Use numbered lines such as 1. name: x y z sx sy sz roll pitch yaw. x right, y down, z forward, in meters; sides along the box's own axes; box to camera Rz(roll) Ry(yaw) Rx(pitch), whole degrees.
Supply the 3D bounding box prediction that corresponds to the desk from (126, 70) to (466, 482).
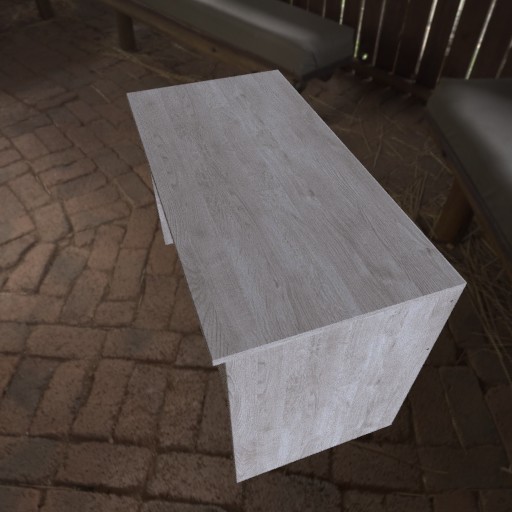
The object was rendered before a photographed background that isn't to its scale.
1. desk: 0.000 0.000 1.497 0.560 0.730 1.100 -14 48 -13
